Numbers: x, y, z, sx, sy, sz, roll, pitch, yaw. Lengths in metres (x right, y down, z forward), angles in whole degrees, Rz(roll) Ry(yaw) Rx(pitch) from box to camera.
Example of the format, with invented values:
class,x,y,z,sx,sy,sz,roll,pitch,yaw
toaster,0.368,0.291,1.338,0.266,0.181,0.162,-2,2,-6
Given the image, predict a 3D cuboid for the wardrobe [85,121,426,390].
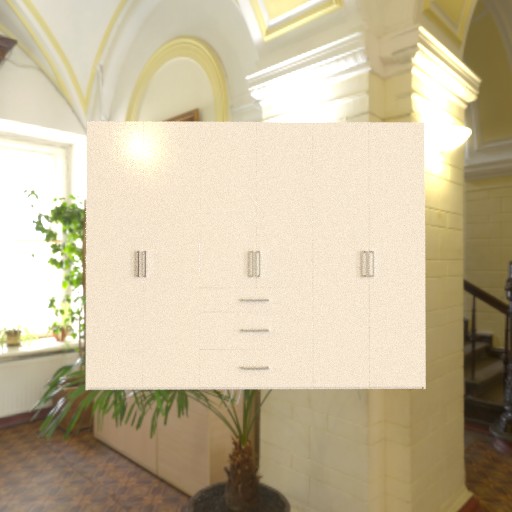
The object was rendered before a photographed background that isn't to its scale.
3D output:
class,x,y,z,sx,sy,sz,roll,pitch,yaw
wardrobe,0.000,0.000,4.142,3.000,2.360,0.580,0,-1,-1
